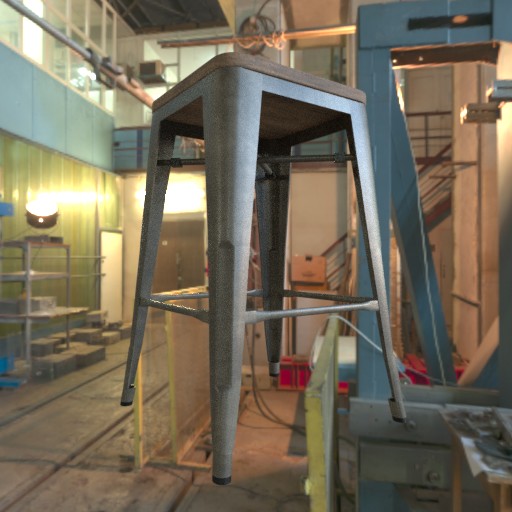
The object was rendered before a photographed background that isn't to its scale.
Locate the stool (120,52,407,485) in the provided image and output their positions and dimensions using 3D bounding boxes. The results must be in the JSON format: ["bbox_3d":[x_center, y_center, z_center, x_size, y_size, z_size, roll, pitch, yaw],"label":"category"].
[{"bbox_3d":[0.000,0.000,0.865,0.407,0.607,0.407,0,0,-35],"label":"stool"}]
